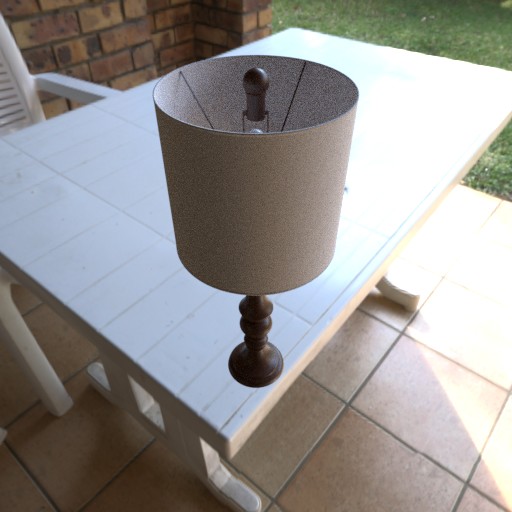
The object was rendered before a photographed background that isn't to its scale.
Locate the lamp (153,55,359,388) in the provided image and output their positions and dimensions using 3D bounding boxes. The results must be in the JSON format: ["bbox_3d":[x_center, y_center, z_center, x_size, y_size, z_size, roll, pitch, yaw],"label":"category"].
[{"bbox_3d":[0.000,0.000,0.727,0.250,0.597,0.250,24,47,25],"label":"lamp"}]
